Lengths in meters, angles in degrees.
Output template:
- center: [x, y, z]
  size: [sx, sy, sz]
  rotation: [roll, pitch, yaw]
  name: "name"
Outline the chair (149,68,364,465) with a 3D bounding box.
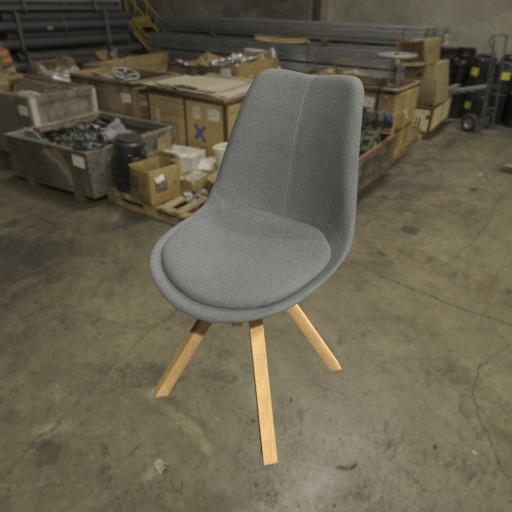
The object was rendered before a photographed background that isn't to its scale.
- center: [0.000, 0.000, 1.189]
  size: [0.474, 0.863, 0.549]
  rotation: [19, 35, 29]
  name: "chair"
